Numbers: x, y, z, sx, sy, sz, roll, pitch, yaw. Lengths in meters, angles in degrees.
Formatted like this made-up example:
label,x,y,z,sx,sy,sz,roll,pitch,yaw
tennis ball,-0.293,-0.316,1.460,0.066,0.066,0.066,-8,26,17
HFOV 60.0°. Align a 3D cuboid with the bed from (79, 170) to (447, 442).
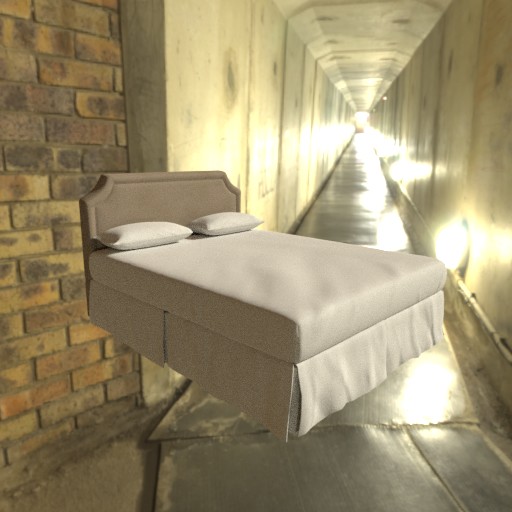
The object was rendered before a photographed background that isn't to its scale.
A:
label,x,y,z,sx,sy,sz,roll,pitch,yaw
bed,0.000,0.000,3.641,2.498,1.293,1.977,12,18,43
